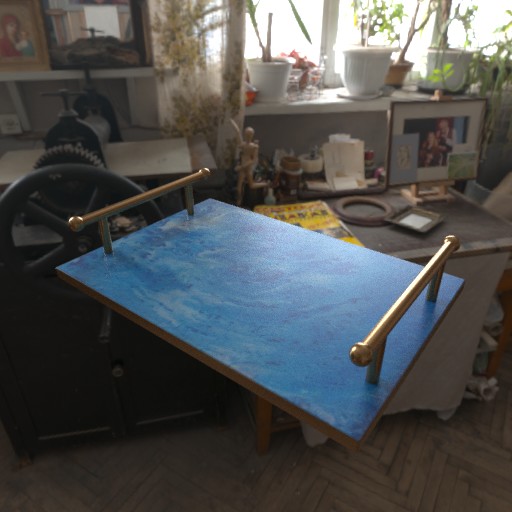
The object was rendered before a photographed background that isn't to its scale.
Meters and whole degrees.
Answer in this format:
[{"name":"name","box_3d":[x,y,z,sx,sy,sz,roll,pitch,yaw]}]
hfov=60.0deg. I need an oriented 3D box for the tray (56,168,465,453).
[{"name":"tray","box_3d":[0.000,0.000,0.566,0.444,0.084,0.304,21,36,32]}]
